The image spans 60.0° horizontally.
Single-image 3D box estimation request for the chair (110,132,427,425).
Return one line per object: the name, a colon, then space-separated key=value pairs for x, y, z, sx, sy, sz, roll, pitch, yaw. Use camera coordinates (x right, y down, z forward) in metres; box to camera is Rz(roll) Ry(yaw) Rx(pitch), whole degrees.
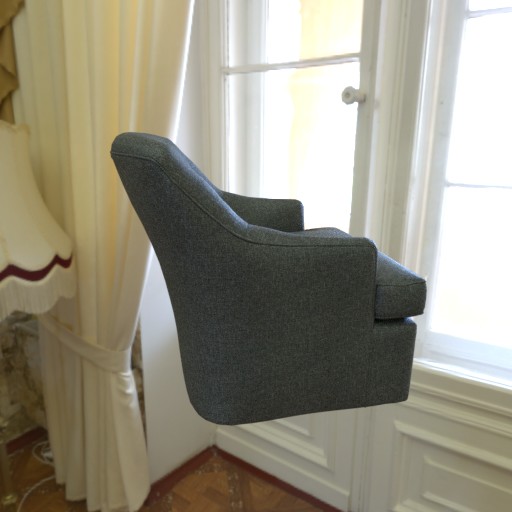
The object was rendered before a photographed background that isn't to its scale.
chair: x=0.000 y=0.000 z=1.588 sx=0.923 sy=0.856 sz=0.864 roll=-3 pitch=16 yaw=-10
